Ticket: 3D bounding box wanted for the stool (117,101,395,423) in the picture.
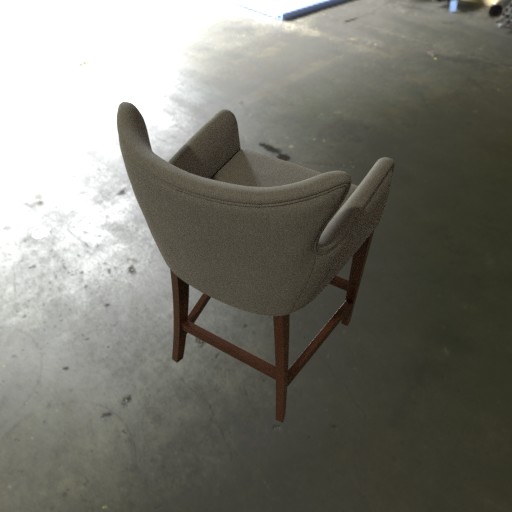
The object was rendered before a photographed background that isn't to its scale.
[{"bbox_3d":[0.000,0.000,1.326,0.575,0.951,0.575,23,50,21],"label":"stool"}]
